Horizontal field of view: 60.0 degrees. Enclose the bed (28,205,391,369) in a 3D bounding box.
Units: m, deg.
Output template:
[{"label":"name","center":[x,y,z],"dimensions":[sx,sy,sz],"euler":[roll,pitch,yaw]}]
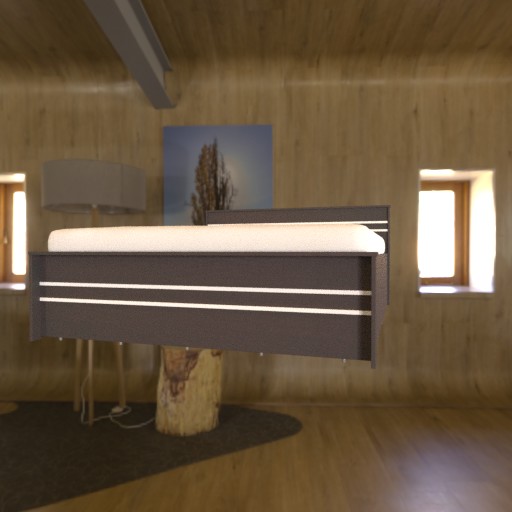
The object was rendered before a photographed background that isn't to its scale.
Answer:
[{"label":"bed","center":[0.000,0.000,2.891],"dimensions":[1.634,0.808,2.103],"euler":[0,1,18]}]
